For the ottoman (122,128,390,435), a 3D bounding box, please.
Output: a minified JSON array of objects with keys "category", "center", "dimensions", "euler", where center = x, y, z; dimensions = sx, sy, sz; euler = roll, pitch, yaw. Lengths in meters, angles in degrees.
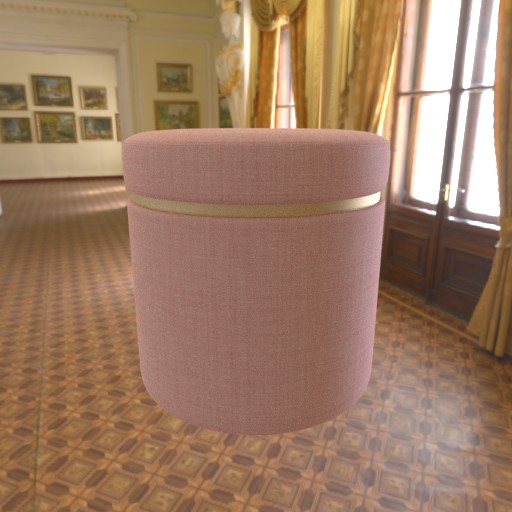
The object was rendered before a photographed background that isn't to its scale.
[{"category":"ottoman","center":[0.000,0.000,0.733],"dimensions":[0.400,0.406,0.400],"euler":[0,16,0]}]
